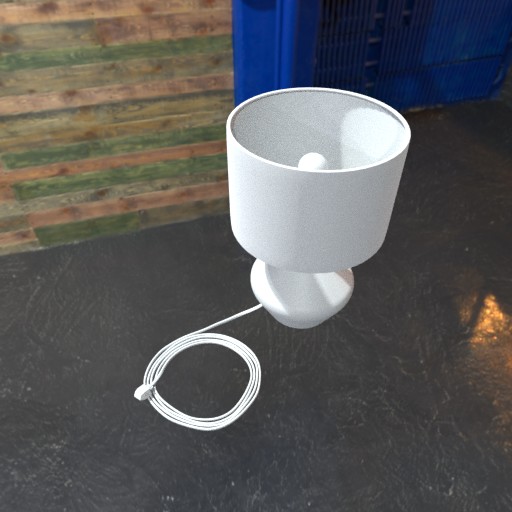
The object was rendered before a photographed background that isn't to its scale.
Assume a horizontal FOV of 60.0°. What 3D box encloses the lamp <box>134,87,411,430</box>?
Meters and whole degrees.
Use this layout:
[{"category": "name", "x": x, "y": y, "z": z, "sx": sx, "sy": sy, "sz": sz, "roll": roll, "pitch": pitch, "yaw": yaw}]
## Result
[{"category": "lamp", "x": 0.000, "y": 0.000, "z": 0.838, "sx": 0.546, "sy": 0.457, "sz": 0.401, "roll": -11, "pitch": 44, "yaw": -12}]
